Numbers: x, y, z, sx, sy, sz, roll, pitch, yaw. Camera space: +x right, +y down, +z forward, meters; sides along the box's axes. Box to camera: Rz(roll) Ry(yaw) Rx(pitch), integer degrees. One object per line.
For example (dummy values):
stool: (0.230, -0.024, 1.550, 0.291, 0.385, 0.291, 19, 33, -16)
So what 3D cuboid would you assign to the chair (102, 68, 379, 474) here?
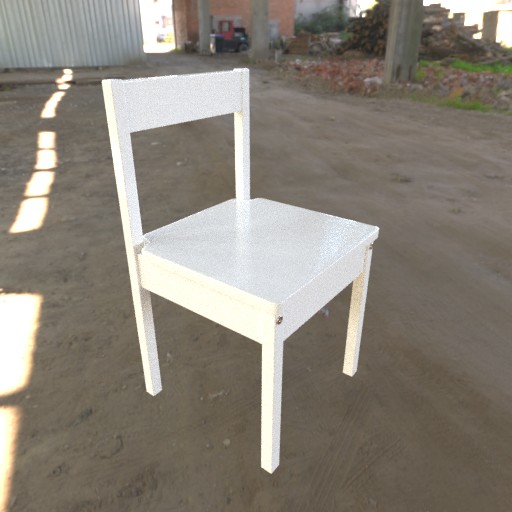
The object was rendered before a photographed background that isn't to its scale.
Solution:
chair: (0.000, 0.000, 0.893, 0.361, 0.668, 0.367, 19, 32, 33)
